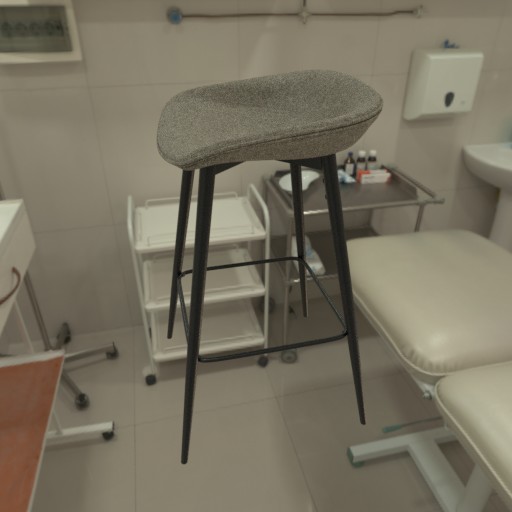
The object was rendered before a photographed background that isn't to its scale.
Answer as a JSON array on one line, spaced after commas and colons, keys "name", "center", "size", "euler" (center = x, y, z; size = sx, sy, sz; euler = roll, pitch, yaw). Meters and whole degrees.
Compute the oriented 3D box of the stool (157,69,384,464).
[{"name": "stool", "center": [0.000, 0.000, 1.084], "size": [0.480, 0.814, 0.469], "euler": [-7, 32, -12]}]
